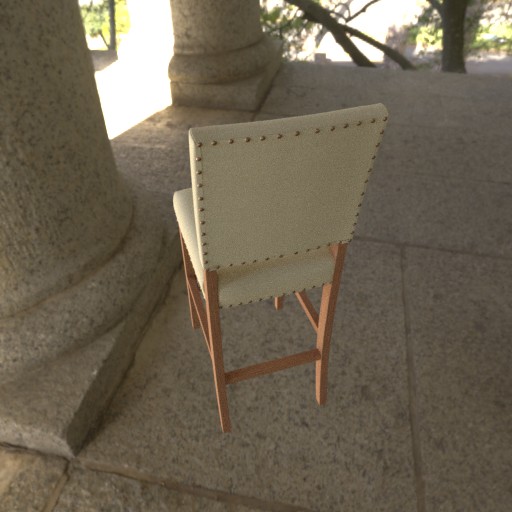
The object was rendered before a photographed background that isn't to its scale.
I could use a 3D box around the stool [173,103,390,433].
[{"bbox_3d":[0.000,0.000,1.477,0.445,1.168,0.584,-12,42,-13],"label":"stool"}]
